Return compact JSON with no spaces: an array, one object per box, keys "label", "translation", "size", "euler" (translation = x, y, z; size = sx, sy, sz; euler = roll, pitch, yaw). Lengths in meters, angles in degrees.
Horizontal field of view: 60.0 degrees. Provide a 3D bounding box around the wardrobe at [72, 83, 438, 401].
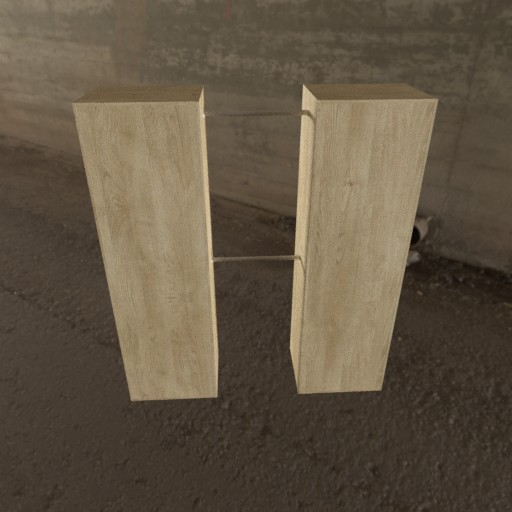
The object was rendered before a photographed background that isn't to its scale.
[{"label":"wardrobe","translation":[0.000,0.000,2.844],"size":[1.770,2.000,0.480],"euler":[-2,30,-3]}]
